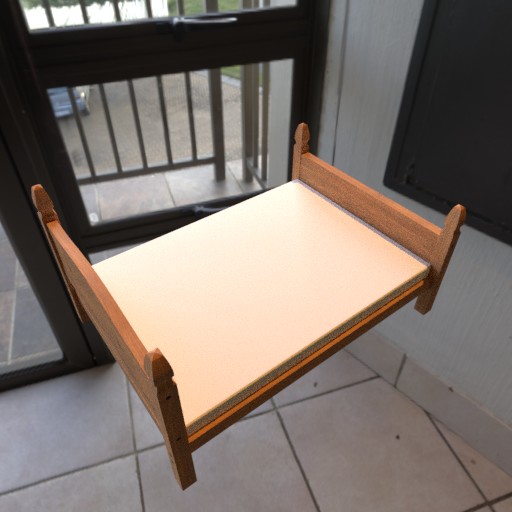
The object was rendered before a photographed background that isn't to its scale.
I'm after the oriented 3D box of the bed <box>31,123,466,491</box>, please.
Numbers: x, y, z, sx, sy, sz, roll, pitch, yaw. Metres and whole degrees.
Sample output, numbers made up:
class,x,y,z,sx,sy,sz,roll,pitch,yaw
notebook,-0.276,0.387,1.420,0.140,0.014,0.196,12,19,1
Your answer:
class,x,y,z,sx,sy,sz,roll,pitch,yaw
bed,0.000,0.000,2.836,2.069,1.100,1.490,-27,48,-27
